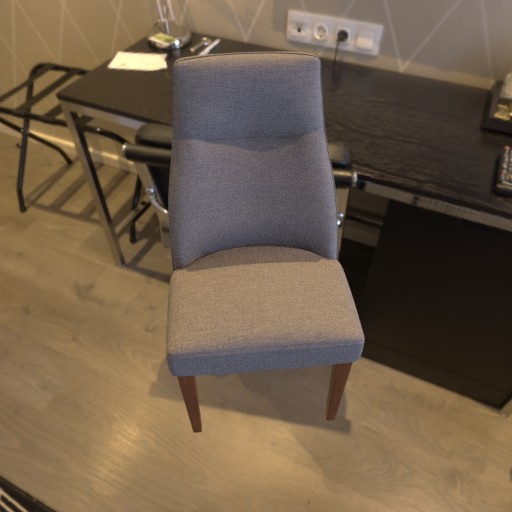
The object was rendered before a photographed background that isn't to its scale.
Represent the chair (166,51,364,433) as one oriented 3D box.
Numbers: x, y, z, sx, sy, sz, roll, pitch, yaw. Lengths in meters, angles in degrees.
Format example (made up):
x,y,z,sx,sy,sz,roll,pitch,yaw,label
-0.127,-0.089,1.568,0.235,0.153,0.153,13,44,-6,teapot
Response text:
x,y,z,sx,sy,sz,roll,pitch,yaw,label
0.000,0.000,1.275,0.500,0.930,0.620,-4,47,-4,chair
